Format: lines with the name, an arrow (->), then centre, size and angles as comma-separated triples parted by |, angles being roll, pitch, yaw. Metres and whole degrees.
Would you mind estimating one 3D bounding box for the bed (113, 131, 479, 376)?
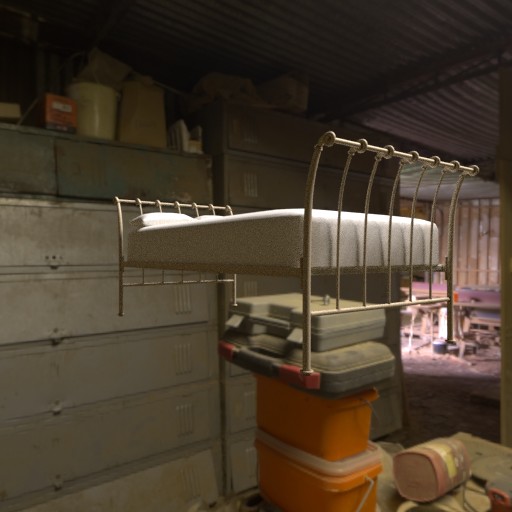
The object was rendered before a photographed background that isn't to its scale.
bed -> 0.000, 0.000, 2.709 | 1.032, 0.873, 2.228 | 0, 0, -37
